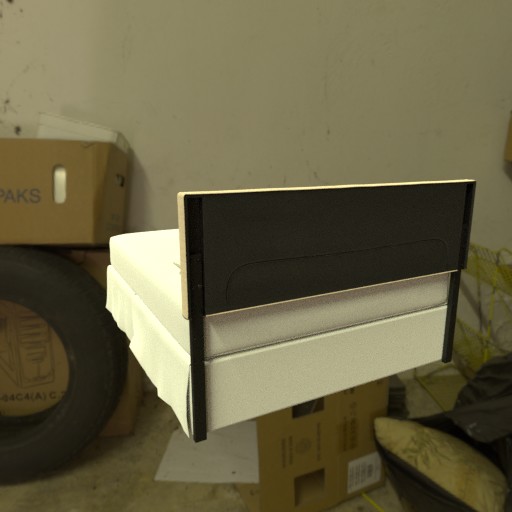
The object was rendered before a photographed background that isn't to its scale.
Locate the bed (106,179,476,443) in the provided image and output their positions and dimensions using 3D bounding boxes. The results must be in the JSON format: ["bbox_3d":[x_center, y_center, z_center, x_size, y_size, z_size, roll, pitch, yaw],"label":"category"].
[{"bbox_3d":[0.000,0.000,2.833,1.616,1.016,1.876,-7,15,-27],"label":"bed"}]
